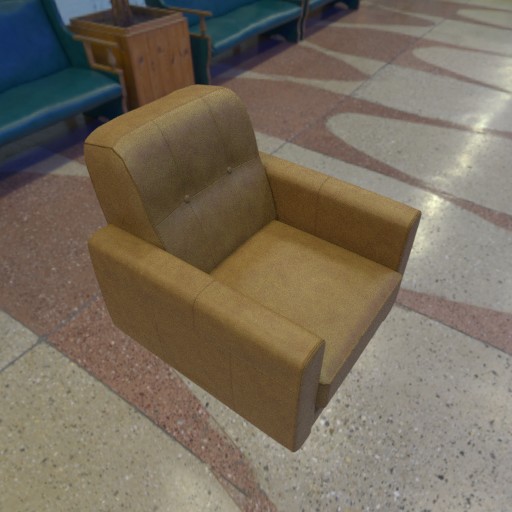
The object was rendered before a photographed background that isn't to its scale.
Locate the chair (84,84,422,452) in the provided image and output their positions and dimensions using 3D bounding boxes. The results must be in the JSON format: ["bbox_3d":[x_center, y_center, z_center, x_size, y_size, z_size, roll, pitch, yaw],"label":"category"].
[{"bbox_3d":[0.000,0.000,1.637,0.942,0.968,0.845,26,48,26],"label":"chair"}]
